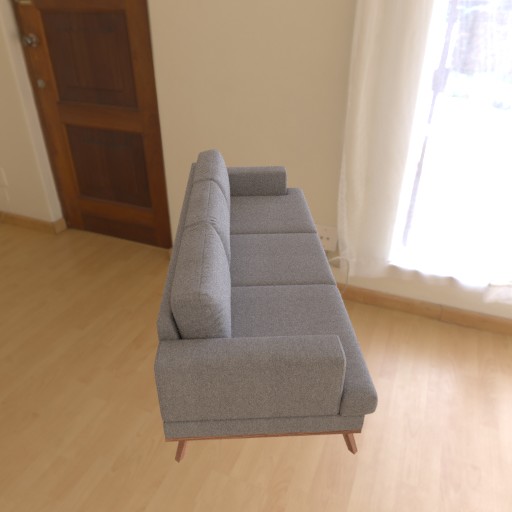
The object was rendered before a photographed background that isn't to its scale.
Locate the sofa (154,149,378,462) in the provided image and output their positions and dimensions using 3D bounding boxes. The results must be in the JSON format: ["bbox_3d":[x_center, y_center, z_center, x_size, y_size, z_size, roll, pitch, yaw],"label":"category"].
[{"bbox_3d":[0.000,0.000,2.793,0.920,0.810,2.310,-1,31,-3],"label":"sofa"}]
